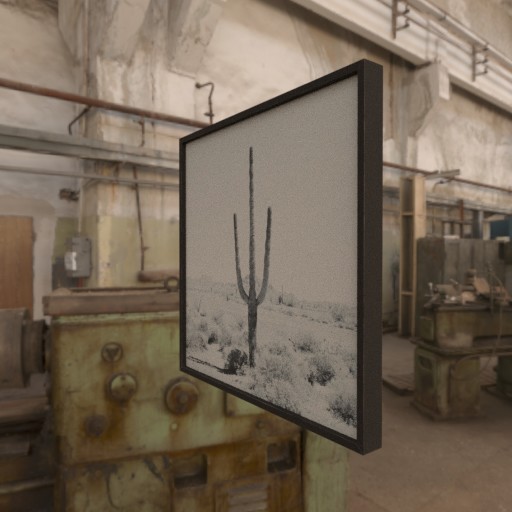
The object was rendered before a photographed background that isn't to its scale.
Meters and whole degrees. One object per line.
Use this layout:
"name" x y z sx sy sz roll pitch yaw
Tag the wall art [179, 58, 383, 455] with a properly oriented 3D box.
"wall art" 0.000 0.000 0.780 0.038 0.508 0.508 -1 1 -37
